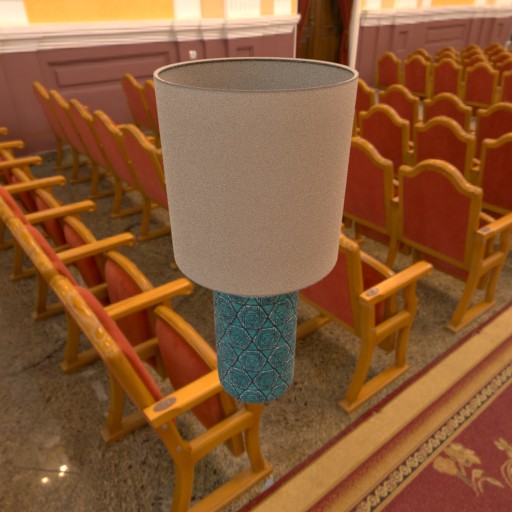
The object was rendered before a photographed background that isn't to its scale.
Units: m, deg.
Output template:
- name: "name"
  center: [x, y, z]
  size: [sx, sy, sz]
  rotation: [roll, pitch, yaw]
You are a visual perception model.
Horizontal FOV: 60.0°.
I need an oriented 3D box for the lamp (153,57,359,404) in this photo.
- name: "lamp"
  center: [0.000, 0.000, 0.765]
  size: [0.278, 0.597, 0.278]
  rotation: [-22, 38, -32]
